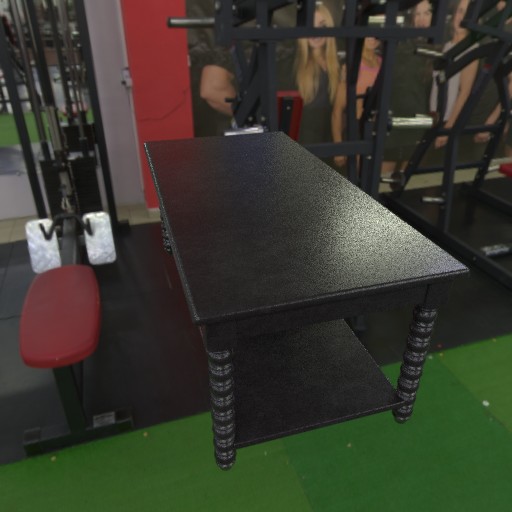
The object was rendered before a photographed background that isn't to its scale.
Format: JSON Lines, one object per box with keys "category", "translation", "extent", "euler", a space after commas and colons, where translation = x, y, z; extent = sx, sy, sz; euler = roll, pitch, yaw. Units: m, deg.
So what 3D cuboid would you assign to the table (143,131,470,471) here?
{"category": "table", "translation": [0.000, 0.000, 1.438], "extent": [0.580, 0.487, 1.171], "euler": [-8, 31, -14]}
